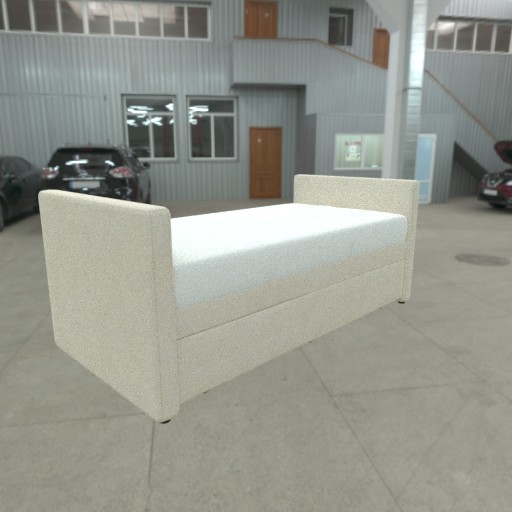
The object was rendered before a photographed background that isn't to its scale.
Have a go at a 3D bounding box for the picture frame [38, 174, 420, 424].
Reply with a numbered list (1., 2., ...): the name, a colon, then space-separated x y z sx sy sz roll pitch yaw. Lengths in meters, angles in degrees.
1. picture frame: 0.000 0.000 2.783 1.069 0.891 2.161 13 19 43
